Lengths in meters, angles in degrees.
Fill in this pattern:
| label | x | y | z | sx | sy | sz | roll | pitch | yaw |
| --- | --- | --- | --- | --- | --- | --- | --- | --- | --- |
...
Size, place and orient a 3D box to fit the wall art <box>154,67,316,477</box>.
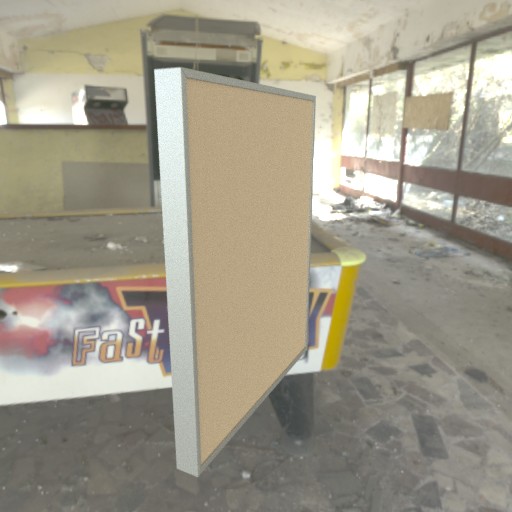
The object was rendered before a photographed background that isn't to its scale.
| label | x | y | z | sx | sy | sz | roll | pitch | yaw |
| --- | --- | --- | --- | --- | --- | --- | --- | --- | --- |
| wall art | 0.000 | 0.000 | 0.769 | 0.039 | 0.553 | 0.445 | 8 | 17 | 26 |
